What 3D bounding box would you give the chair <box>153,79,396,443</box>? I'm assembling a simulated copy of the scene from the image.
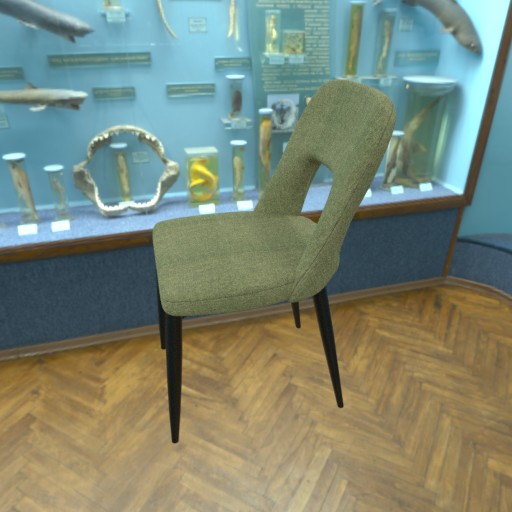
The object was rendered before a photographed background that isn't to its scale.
[{"bbox_3d":[0.000,0.000,1.297,0.612,0.931,0.470,-7,30,-13],"label":"chair"}]
